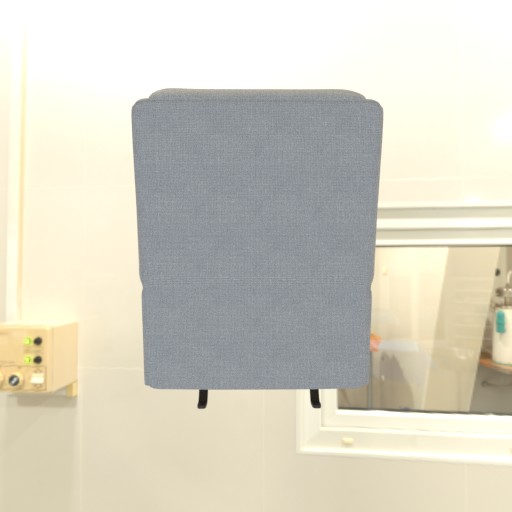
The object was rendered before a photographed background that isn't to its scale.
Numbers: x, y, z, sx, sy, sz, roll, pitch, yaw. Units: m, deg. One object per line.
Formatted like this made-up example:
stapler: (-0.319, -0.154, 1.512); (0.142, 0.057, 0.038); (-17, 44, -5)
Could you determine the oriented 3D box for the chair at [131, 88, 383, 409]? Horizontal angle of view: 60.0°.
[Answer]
chair: (0.000, 0.000, 1.786); (0.838, 1.054, 1.014); (0, -1, -1)
